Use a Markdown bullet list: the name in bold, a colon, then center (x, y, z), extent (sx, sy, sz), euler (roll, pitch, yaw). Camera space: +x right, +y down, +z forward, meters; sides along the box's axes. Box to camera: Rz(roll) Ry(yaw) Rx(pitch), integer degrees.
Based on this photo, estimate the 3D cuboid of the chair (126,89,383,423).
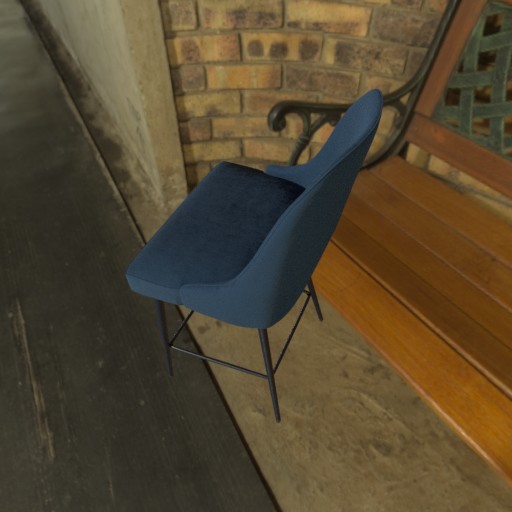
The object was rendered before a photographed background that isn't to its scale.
- **chair**: center (0.000, 0.000, 1.212), extent (0.489, 0.927, 0.526), euler (18, 49, 16)
